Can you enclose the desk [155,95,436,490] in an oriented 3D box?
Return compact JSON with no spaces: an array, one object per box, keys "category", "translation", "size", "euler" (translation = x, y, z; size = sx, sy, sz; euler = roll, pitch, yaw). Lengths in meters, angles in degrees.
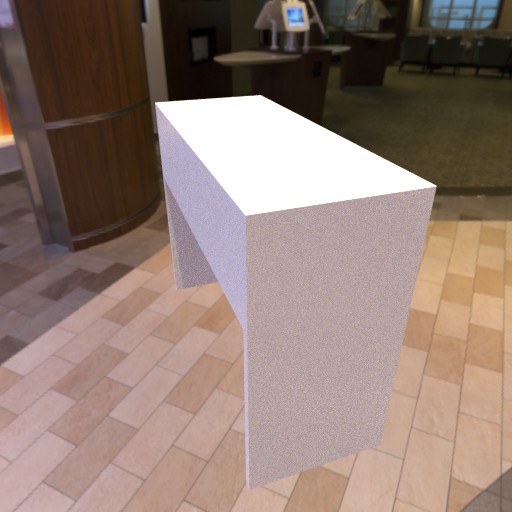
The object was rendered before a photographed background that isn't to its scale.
[{"category":"desk","translation":[0.000,0.000,1.425],"size":[0.400,0.790,1.000],"euler":[-10,32,-17]}]
